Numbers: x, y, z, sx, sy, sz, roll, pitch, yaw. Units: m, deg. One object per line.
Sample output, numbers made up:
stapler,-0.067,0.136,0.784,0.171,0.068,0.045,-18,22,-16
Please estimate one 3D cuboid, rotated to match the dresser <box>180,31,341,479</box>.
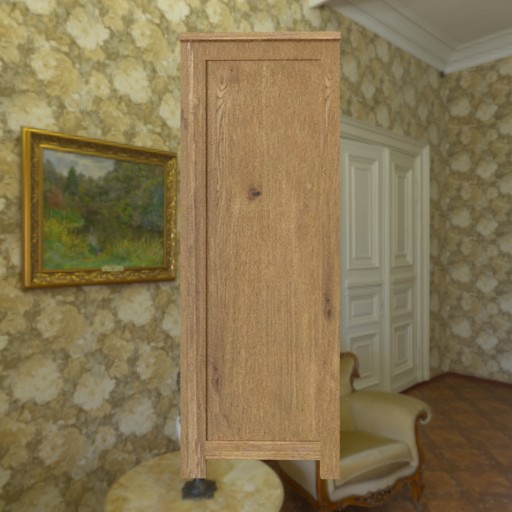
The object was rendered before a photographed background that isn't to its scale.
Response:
dresser,0.000,0.000,1.950,0.558,1.431,1.081,0,0,1
